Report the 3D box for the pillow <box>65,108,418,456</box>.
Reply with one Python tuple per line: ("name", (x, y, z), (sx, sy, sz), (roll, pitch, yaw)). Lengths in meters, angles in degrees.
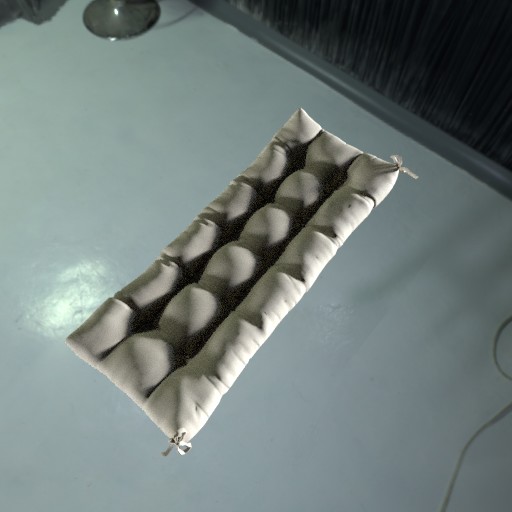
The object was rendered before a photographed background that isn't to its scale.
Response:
("pillow", (0.000, 0.000, 1.383), (0.511, 0.174, 1.194), (35, 68, 16))
